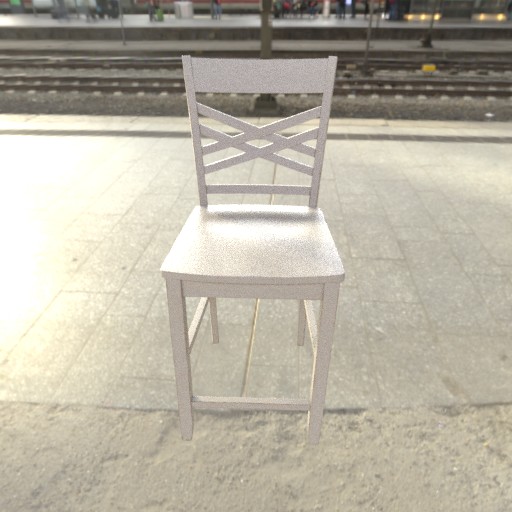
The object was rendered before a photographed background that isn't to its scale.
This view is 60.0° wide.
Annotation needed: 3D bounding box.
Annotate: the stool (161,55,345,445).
[{"bbox_3d":[0.000,0.000,1.363,0.462,1.079,0.539,1,30,2],"label":"stool"}]
